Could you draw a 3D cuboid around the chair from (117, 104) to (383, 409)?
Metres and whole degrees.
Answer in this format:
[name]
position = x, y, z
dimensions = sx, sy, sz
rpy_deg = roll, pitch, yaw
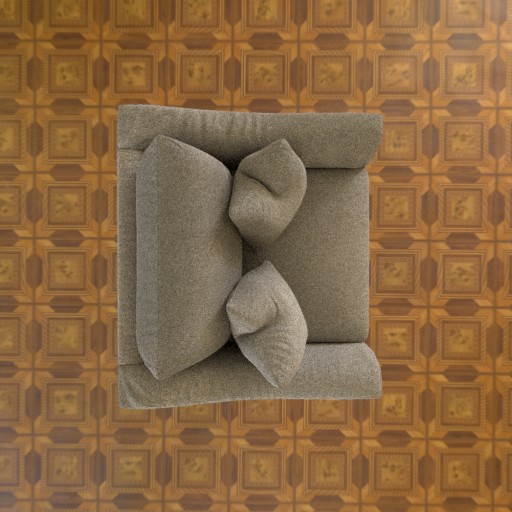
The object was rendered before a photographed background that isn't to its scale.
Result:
[chair]
position = 0.000, 0.000, 2.038
dimensions = 1.071, 1.059, 1.194
rpy_deg = 0, 91, 1
